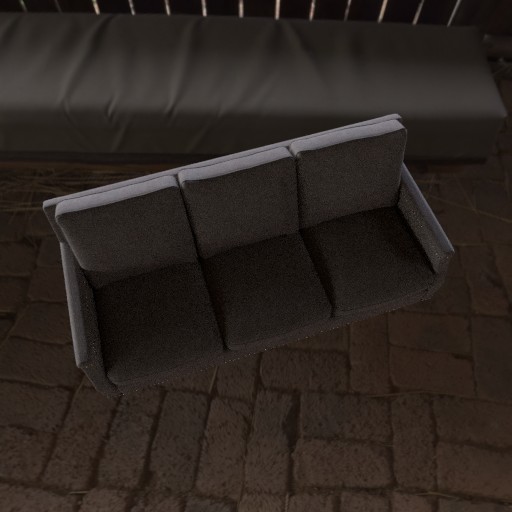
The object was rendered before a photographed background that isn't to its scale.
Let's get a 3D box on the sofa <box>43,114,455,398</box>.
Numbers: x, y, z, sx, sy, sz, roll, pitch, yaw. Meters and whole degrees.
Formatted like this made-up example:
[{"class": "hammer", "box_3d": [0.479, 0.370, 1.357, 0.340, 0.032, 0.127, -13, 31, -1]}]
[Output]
[{"class": "sofa", "box_3d": [0.000, 0.000, 2.758, 2.226, 1.042, 1.034, -16, 64, -8]}]
